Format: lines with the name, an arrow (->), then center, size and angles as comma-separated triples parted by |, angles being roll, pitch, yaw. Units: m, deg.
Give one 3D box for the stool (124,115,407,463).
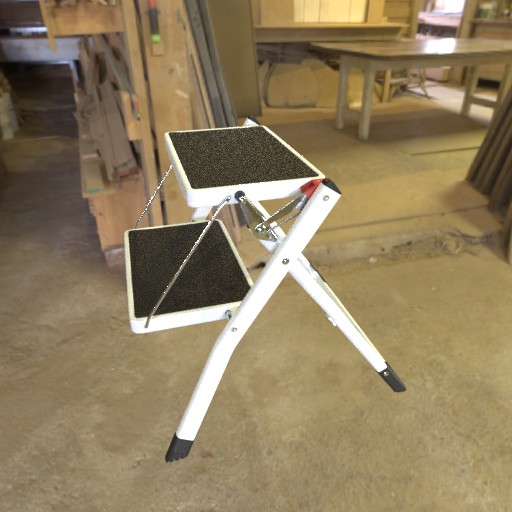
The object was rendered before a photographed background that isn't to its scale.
stool -> 0.000, 0.000, 0.866 | 0.490, 0.445, 0.485 | -8, 31, -14
